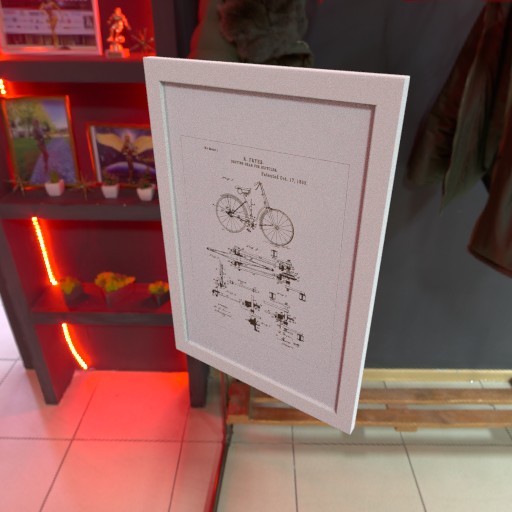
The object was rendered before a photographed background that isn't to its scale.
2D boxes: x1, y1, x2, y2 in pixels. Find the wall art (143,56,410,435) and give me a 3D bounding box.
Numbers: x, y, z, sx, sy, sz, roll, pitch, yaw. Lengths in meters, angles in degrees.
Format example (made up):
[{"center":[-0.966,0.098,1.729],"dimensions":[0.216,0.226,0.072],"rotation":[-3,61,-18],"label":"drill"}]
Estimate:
[{"center":[0.000,0.000,0.600],"dimensions":[0.332,0.477,0.015],"rotation":[18,34,29],"label":"wall art"}]
